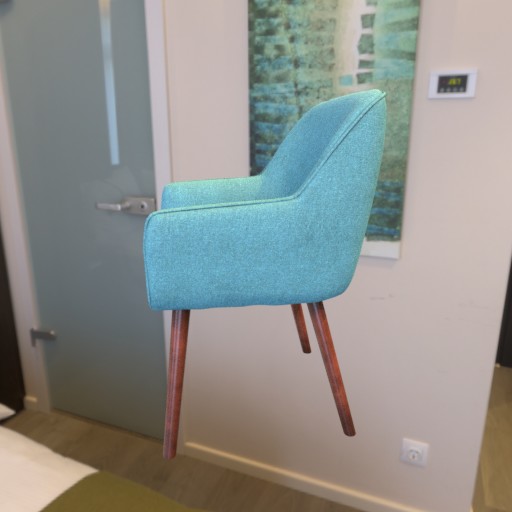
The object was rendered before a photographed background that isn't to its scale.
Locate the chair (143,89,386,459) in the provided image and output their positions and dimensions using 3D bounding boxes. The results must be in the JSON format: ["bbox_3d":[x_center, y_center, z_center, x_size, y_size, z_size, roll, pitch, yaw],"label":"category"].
[{"bbox_3d":[0.000,0.000,1.165,0.519,0.803,0.543,-2,15,-8],"label":"chair"}]
